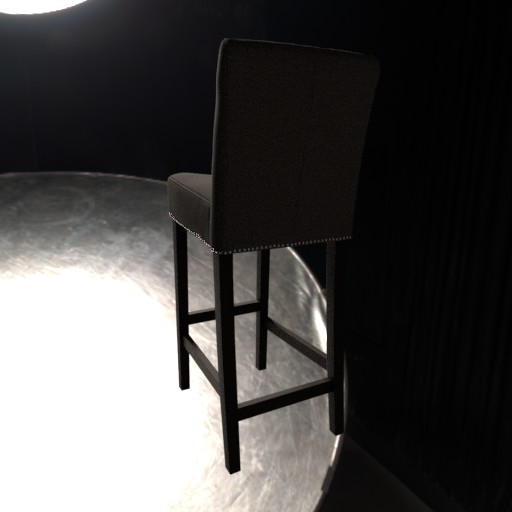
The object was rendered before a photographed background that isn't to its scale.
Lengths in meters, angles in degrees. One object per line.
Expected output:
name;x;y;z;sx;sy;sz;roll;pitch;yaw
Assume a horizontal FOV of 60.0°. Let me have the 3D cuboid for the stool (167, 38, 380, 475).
stool;0.000;0.000;1.296;0.411;1.047;0.548;-7;16;-27
